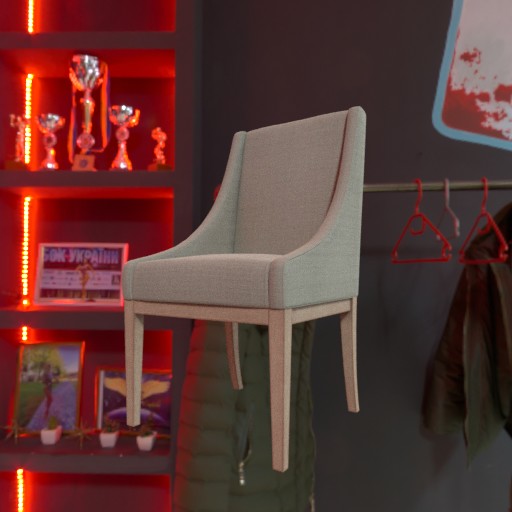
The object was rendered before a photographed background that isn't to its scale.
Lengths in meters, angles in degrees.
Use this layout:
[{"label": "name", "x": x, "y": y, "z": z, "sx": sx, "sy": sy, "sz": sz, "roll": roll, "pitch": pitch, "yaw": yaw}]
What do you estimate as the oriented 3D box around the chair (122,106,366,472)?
[{"label": "chair", "x": 0.000, "y": 0.000, "z": 1.429, "sx": 0.575, "sy": 1.021, "sz": 0.611, "roll": -1, "pitch": -2, "yaw": 34}]
